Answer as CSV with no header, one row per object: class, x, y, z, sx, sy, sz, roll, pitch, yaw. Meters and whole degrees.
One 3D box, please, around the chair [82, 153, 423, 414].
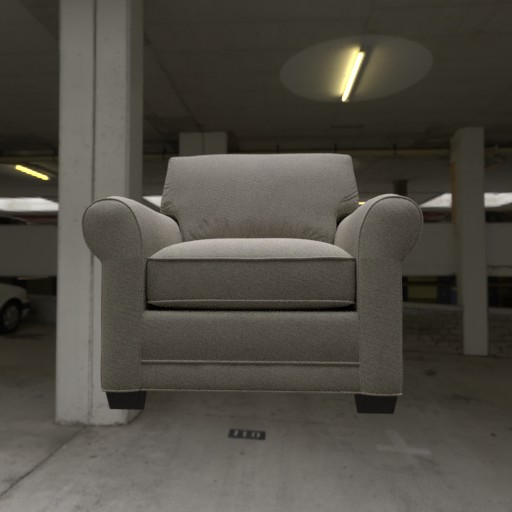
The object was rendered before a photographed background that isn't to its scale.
chair,0.000,0.000,1.890,1.147,1.044,0.939,0,-2,3
